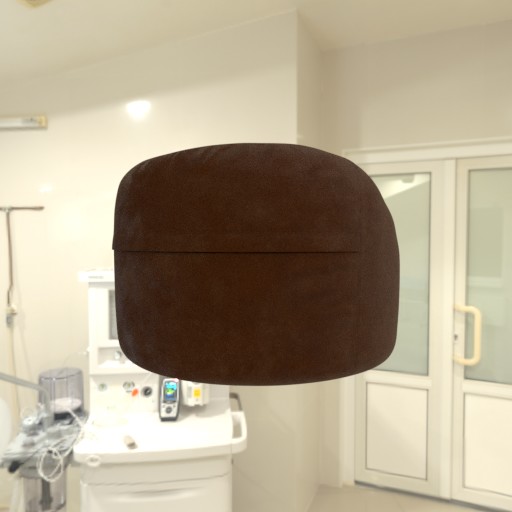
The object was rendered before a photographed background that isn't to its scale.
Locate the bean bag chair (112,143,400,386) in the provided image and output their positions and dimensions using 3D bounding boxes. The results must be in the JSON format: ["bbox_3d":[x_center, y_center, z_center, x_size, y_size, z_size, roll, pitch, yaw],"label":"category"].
[{"bbox_3d":[0.000,0.000,1.479,0.918,0.616,0.918,0,2,0],"label":"bean bag chair"}]
